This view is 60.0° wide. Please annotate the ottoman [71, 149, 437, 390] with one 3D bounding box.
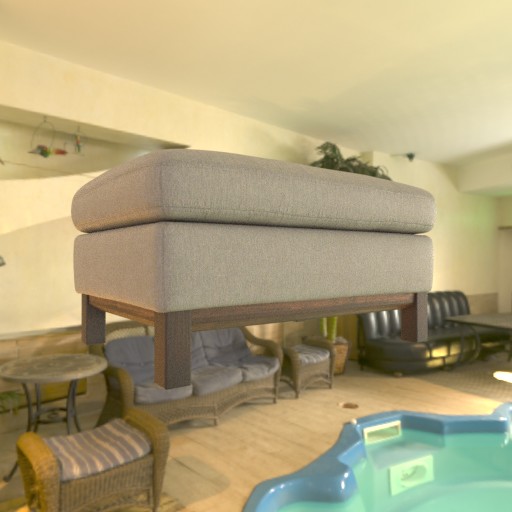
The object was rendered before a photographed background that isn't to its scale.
[{"bbox_3d":[0.000,0.000,1.044,0.735,0.404,0.528,0,0,-36],"label":"ottoman"}]
